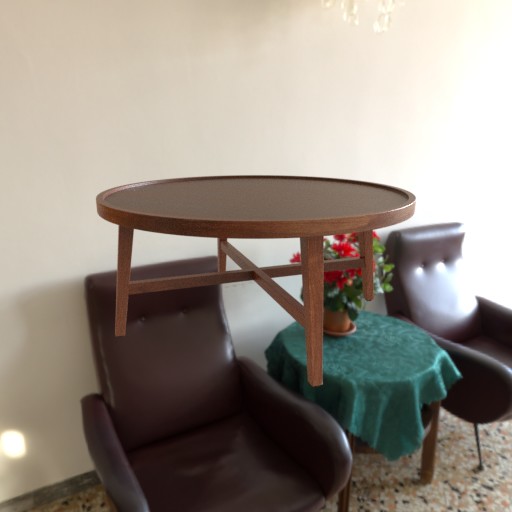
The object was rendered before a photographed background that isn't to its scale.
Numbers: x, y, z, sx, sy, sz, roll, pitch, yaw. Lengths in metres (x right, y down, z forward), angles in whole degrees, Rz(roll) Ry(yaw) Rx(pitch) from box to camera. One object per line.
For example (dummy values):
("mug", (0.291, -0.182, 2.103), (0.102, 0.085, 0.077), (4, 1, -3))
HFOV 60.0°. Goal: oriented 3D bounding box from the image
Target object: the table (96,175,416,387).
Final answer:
("table", (0.000, 0.000, 1.222), (0.800, 0.360, 0.800), (0, 16, 0))
